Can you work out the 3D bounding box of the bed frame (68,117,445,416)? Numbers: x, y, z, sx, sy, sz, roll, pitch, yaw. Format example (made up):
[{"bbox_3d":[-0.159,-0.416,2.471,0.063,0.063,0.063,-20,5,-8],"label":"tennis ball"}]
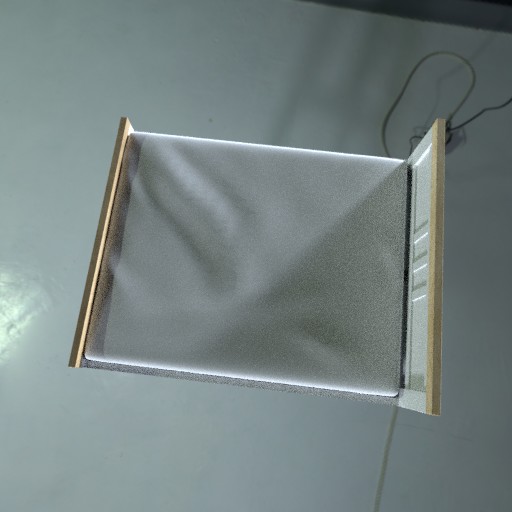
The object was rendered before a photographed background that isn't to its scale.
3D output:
[{"bbox_3d":[0.000,0.000,2.915,2.050,0.980,1.670,6,76,2],"label":"bed frame"}]
